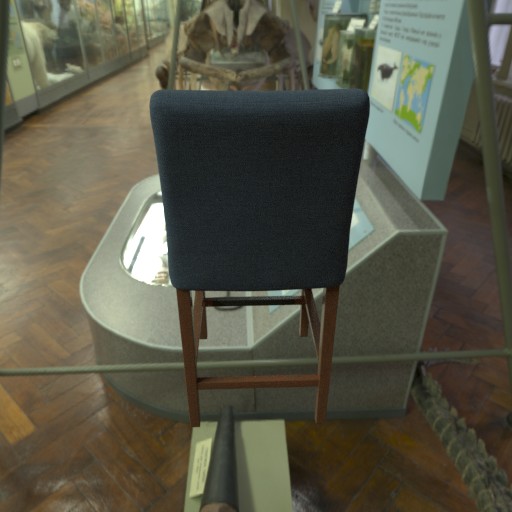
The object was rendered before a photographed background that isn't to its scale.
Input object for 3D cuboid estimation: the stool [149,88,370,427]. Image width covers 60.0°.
[{"bbox_3d":[0.000,0.000,1.277,0.470,0.981,0.577,-1,29,-2],"label":"stool"}]
